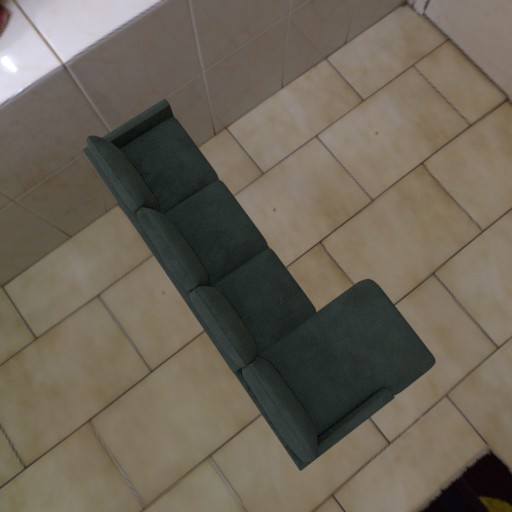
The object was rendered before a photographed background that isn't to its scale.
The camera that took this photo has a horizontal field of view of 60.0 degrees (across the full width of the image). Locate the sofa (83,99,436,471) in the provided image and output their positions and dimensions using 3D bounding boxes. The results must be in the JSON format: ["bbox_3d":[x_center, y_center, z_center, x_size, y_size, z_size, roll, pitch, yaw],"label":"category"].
[{"bbox_3d":[0.000,0.000,4.082,1.500,0.967,3.400,-35,80,-7],"label":"sofa"}]
